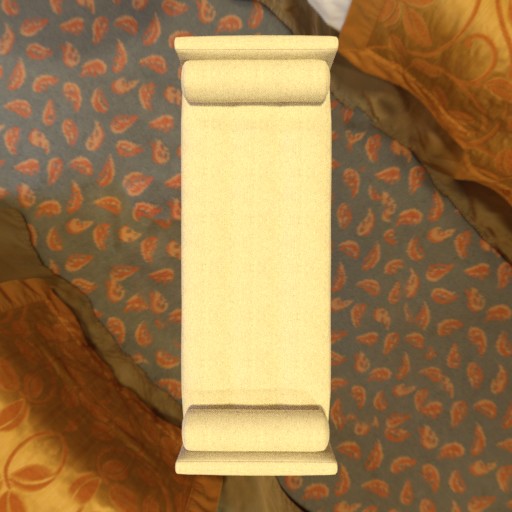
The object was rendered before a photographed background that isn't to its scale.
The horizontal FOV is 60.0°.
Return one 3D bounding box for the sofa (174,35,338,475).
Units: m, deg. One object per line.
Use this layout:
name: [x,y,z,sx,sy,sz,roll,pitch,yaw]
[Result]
sofa: [0.000,0.000,2.412,0.797,0.655,2.102,0,91,1]
